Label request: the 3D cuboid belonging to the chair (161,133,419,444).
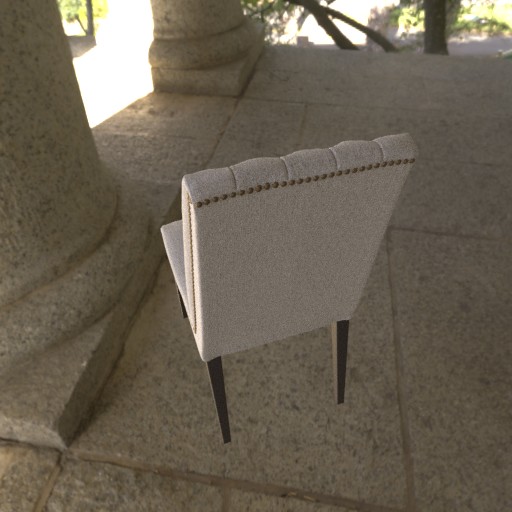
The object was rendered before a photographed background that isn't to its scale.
[{"bbox_3d":[0.000,0.000,1.379,0.511,1.016,0.647,-14,44,-14],"label":"chair"}]
